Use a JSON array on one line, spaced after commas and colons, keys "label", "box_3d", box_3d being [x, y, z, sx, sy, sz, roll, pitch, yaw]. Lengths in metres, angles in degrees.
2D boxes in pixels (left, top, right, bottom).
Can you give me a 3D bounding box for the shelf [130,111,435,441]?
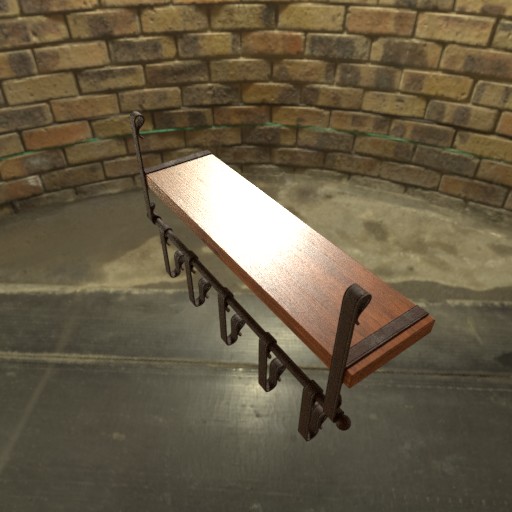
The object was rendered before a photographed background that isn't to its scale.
[{"label": "shelf", "box_3d": [0.000, 0.000, 0.712, 0.146, 0.330, 0.567, -25, 46, -26]}]
